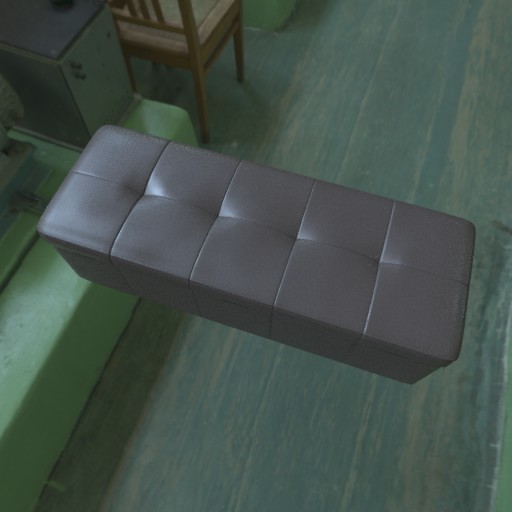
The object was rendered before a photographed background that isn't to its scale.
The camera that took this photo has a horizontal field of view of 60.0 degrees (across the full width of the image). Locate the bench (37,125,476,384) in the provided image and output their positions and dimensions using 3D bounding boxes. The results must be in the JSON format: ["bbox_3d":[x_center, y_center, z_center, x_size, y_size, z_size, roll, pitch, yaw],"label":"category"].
[{"bbox_3d":[0.000,0.000,1.448,1.219,0.417,0.450,17,64,8],"label":"bench"}]
